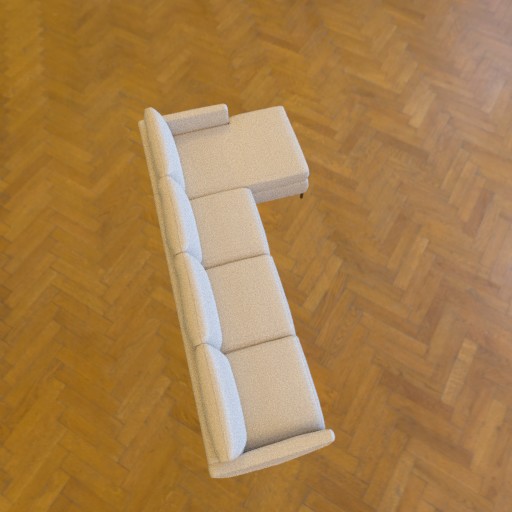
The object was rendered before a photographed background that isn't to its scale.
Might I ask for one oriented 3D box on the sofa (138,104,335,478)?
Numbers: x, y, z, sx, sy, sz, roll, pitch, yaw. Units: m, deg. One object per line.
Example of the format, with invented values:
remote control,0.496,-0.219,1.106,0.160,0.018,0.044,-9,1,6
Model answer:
sofa,0.000,0.000,3.242,1.258,0.755,2.731,-14,65,-7
